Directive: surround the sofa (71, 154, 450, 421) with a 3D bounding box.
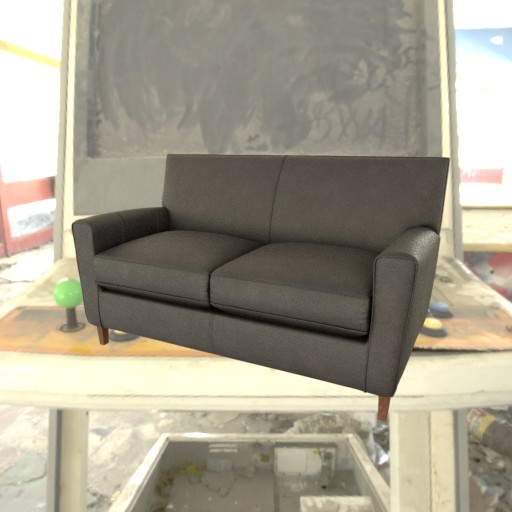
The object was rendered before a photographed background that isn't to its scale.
[{"bbox_3d":[0.000,0.000,1.990,1.473,0.871,0.787,7,16,26],"label":"sofa"}]
